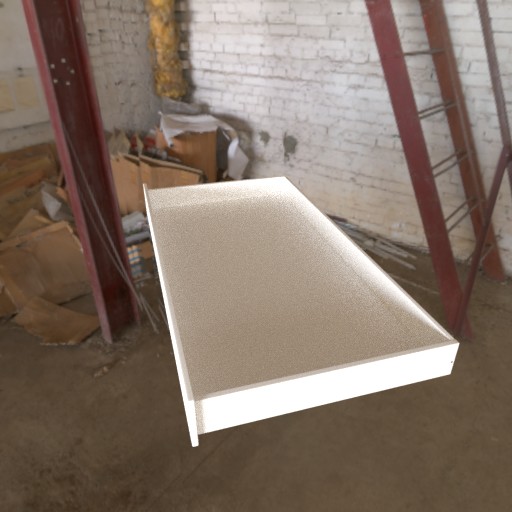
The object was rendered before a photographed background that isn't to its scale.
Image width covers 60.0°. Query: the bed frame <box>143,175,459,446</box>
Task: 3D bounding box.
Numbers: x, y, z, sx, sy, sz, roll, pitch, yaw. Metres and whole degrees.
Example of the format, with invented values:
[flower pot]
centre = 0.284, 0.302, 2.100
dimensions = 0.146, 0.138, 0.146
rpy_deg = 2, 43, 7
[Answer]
[bed frame]
centre = 0.000, 0.000, 1.555
dimensions = 0.670, 0.141, 1.300
rpy_deg = -8, 31, -14
